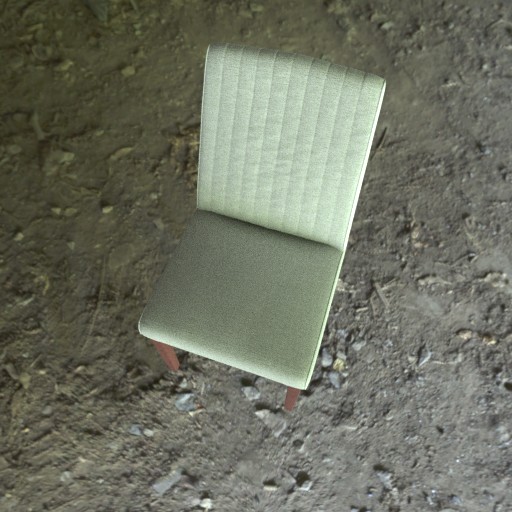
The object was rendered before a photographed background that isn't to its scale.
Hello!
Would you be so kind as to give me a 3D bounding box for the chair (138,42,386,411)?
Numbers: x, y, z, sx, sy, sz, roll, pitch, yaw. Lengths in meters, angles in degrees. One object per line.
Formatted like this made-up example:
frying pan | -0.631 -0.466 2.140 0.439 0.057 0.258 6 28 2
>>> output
chair | 0.000 0.000 1.253 0.480 0.900 0.594 16 61 9
